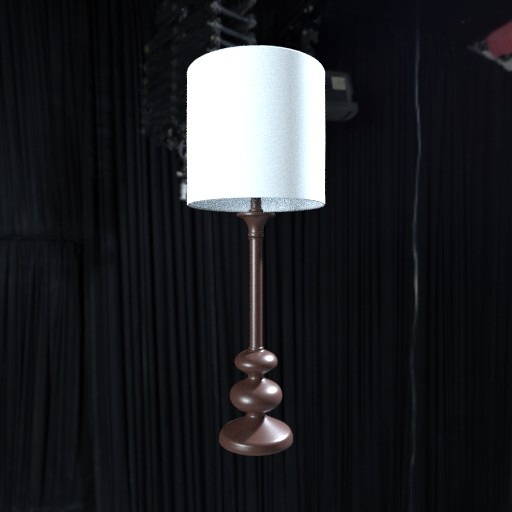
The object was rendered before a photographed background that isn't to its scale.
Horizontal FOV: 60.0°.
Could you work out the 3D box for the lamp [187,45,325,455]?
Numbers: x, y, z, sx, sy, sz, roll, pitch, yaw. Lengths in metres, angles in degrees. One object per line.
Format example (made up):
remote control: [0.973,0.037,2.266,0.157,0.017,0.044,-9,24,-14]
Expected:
lamp: [0.000,0.000,0.828,0.254,0.690,0.254,0,0,-19]
